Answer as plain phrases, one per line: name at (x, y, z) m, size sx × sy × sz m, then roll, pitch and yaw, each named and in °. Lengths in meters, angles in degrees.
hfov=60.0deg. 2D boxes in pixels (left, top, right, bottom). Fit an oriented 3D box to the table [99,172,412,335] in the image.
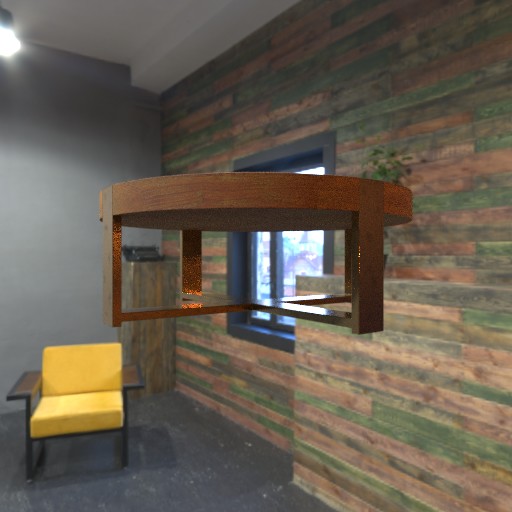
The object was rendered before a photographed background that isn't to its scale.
table at (0.000, 0.000, 1.659) m, size 1.100 × 0.420 × 1.100 m, roll 0°, pitch 0°, yaw 0°
